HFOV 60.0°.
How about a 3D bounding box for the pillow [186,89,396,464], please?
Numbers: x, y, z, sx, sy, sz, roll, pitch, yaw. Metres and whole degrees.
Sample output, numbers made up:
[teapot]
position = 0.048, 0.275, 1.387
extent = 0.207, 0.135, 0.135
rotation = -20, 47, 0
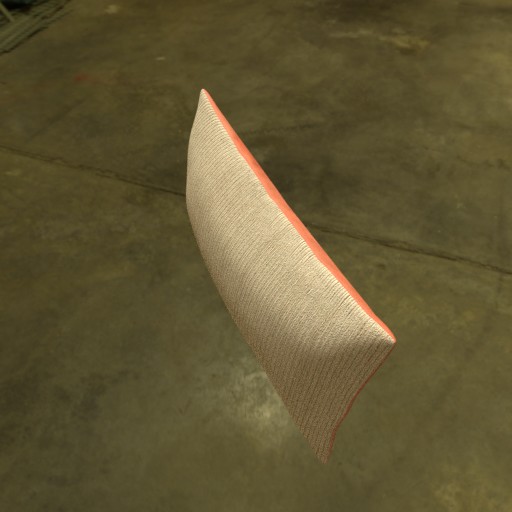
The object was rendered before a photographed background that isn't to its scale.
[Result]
[pillow]
position = 0.000, 0.000, 0.749
extent = 0.155, 0.307, 0.608
rotation = -18, 50, -16
